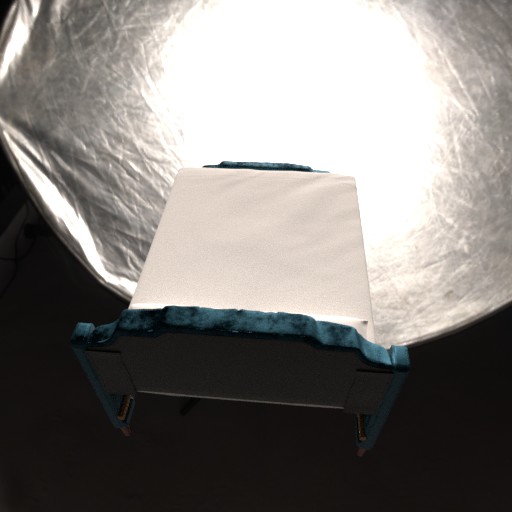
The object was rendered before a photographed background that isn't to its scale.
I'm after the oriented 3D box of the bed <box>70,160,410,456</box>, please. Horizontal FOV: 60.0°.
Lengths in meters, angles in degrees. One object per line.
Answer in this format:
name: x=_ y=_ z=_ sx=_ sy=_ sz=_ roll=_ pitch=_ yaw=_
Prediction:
bed: x=0.000 y=0.000 z=3.289 sx=1.678 sy=1.338 sz=2.322 roll=4 pitch=46 yaw=3
